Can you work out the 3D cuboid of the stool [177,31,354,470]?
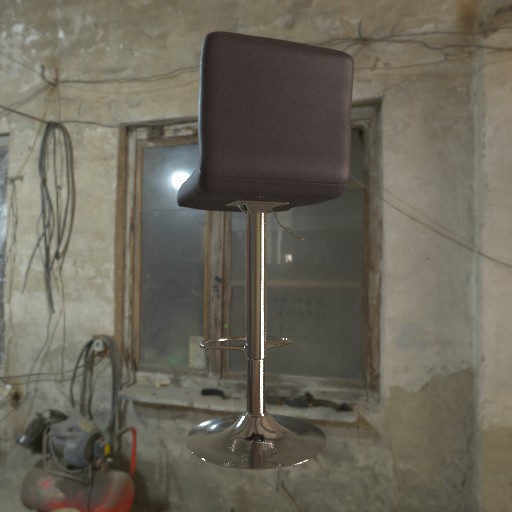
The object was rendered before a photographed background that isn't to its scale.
[{"bbox_3d":[0.000,0.000,1.362,0.430,1.115,0.505,0,-1,-18],"label":"stool"}]
